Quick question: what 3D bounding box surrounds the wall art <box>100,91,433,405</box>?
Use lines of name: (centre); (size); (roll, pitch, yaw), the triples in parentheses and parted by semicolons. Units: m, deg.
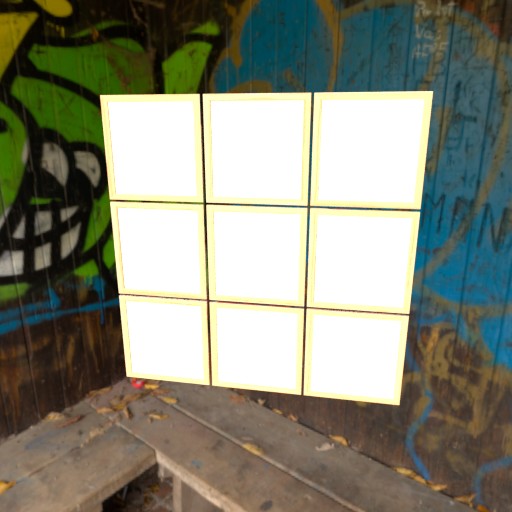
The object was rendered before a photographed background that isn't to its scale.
wall art: (0.000, 0.000, 1.766); (1.206, 1.218, 0.013); (3, 17, 10)
